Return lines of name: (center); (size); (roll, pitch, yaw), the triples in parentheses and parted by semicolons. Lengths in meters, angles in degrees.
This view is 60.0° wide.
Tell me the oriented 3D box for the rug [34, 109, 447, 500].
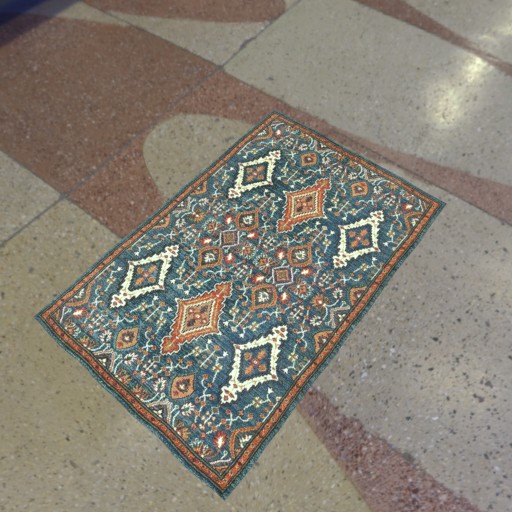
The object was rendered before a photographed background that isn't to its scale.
rug: (0.000, 0.000, 4.082); (2.190, 0.008, 3.371); (35, 65, 19)
